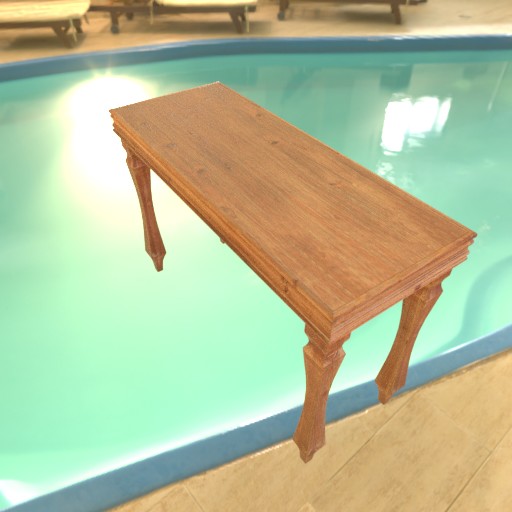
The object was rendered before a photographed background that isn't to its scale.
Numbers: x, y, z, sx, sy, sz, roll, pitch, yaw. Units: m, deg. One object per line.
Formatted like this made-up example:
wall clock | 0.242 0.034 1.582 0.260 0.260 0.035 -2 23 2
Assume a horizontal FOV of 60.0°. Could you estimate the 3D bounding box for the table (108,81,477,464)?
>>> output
table | 0.000 0.000 1.771 0.522 0.873 1.330 -25 47 -25
